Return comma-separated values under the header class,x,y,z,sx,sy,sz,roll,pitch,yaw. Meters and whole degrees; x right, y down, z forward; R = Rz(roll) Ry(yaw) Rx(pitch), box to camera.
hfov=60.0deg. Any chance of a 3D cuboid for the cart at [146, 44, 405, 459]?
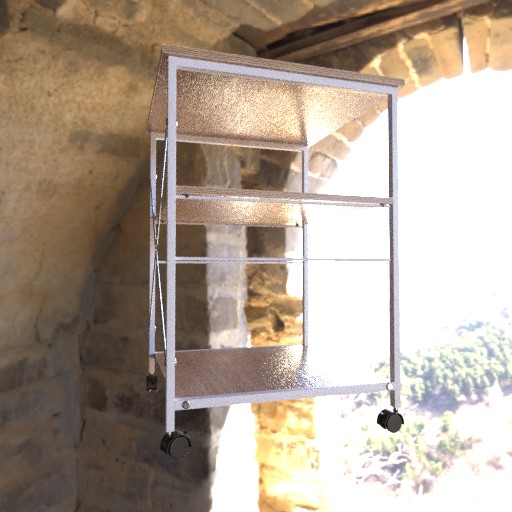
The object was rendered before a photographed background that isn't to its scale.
class,x,y,z,sx,sy,sz,roll,pitch,yaw
cart,0.000,0.000,1.128,0.520,0.762,0.521,0,-2,-17
